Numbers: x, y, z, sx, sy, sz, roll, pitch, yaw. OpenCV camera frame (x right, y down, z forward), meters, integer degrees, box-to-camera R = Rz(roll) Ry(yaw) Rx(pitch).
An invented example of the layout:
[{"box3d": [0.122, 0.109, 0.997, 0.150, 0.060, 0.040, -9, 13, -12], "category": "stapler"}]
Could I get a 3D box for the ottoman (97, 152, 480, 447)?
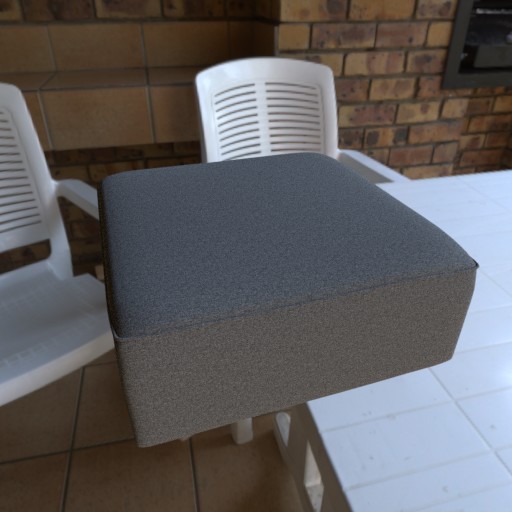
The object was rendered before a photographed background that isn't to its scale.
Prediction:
[{"box3d": [0.000, 0.000, 1.583, 1.005, 0.464, 1.015, -10, 33, -16], "category": "ottoman"}]
